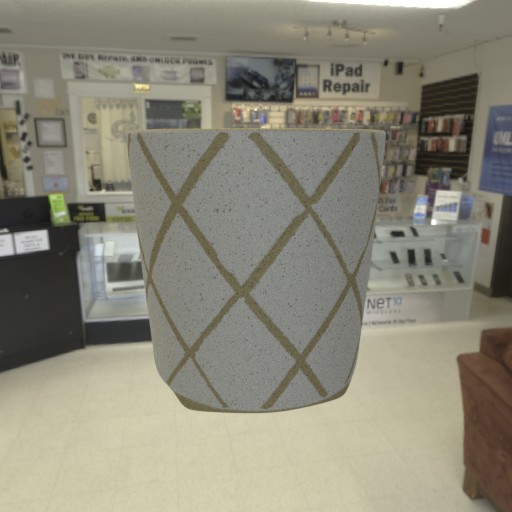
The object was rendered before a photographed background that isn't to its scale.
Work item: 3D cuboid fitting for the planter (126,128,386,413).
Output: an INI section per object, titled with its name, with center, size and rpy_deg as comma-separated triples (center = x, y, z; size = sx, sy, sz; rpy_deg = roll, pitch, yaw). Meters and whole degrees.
[planter]
center = 0.000, 0.000, 0.433
size = 0.228, 0.235, 0.228
rpy_deg = 0, 15, 0
